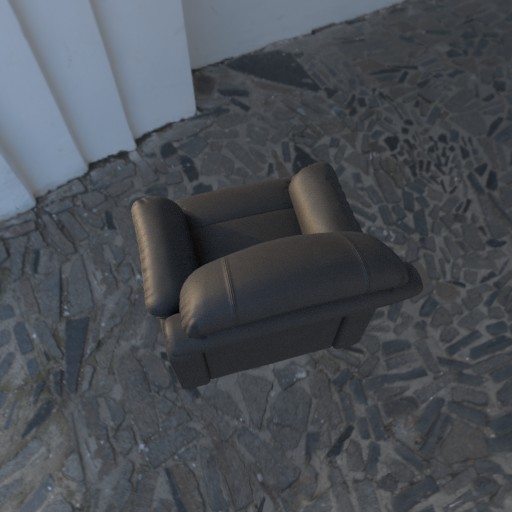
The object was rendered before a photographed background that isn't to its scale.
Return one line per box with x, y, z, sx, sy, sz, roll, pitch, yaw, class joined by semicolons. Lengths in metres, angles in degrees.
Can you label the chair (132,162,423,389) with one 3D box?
0.000;0.000;1.678;0.855;0.992;0.919;-13;58;-8;chair
